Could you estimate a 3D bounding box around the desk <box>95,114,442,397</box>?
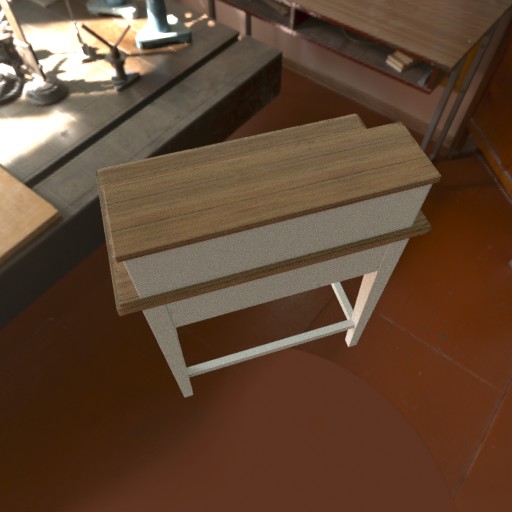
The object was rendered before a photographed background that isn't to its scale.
[{"bbox_3d":[0.000,0.000,1.447,0.814,0.981,0.462,-15,58,-9],"label":"desk"}]
